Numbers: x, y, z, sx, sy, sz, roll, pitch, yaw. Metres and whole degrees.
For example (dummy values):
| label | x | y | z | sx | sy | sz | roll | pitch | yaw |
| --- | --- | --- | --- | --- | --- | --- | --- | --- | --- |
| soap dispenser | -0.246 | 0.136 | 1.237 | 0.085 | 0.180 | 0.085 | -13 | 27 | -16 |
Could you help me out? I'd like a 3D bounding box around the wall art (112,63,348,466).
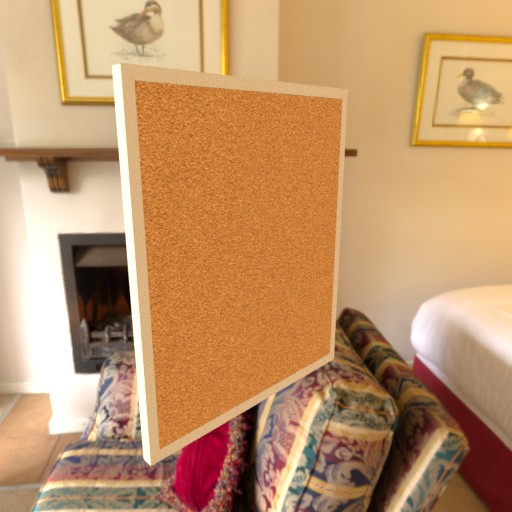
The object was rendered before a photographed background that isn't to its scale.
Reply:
| label | x | y | z | sx | sy | sz | roll | pitch | yaw |
| --- | --- | --- | --- | --- | --- | --- | --- | --- | --- |
| wall art | 0.000 | 0.000 | 0.721 | 0.444 | 0.536 | 0.020 | -15 | 21 | -43 |
